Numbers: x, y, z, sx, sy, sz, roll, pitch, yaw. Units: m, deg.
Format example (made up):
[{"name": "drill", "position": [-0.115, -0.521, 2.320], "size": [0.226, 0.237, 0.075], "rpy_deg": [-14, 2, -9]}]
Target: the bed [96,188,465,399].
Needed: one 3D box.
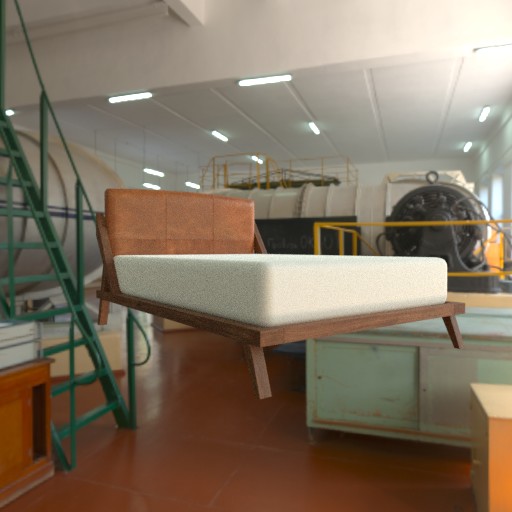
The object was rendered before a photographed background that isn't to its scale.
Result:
[{"name": "bed", "position": [0.000, 0.000, 3.295], "size": [1.651, 1.168, 2.311], "rpy_deg": [-1, 1, -36]}]
